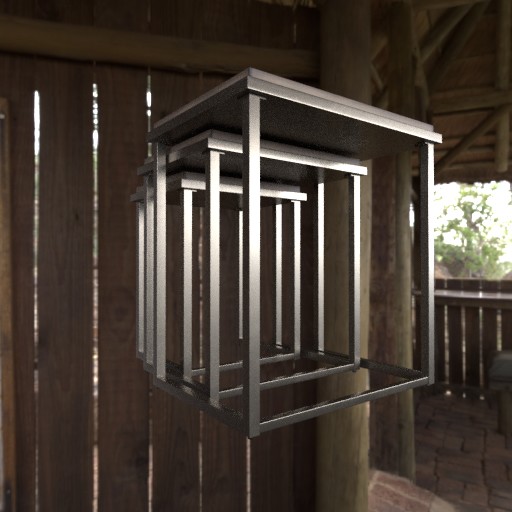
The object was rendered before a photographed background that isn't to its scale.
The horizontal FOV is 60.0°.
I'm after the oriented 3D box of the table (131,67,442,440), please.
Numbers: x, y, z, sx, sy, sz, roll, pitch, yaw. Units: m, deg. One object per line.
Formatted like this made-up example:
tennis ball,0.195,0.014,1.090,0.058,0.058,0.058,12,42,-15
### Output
table,0.000,0.000,1.151,0.559,0.610,0.706,0,-1,-37
